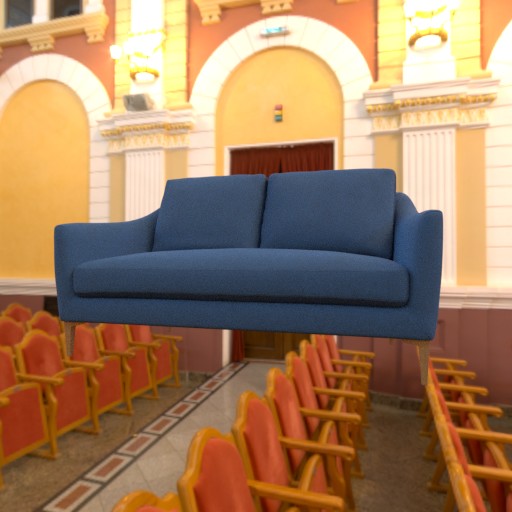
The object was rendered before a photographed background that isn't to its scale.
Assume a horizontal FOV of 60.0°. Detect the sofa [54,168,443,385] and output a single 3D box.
[{"bbox_3d":[0.000,0.000,2.176,1.619,0.902,0.960,0,0,17],"label":"sofa"}]
